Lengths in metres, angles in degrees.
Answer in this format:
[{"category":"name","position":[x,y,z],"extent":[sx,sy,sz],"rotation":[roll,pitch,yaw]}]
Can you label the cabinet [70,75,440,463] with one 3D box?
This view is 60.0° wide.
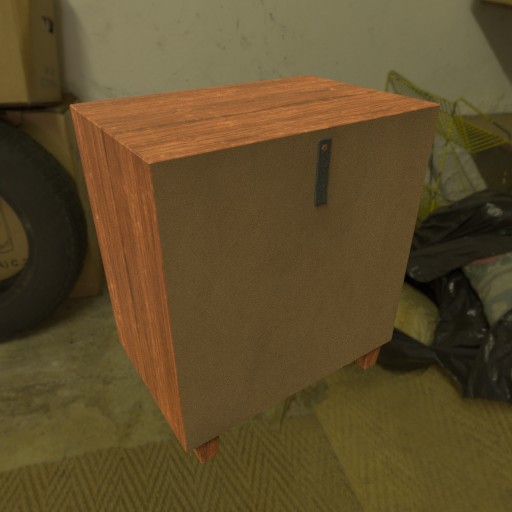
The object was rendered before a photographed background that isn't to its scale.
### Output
[{"category":"cabinet","position":[0.000,0.000,1.048],"extent":[0.607,0.695,0.410],"rotation":[-19,36,-28]}]
